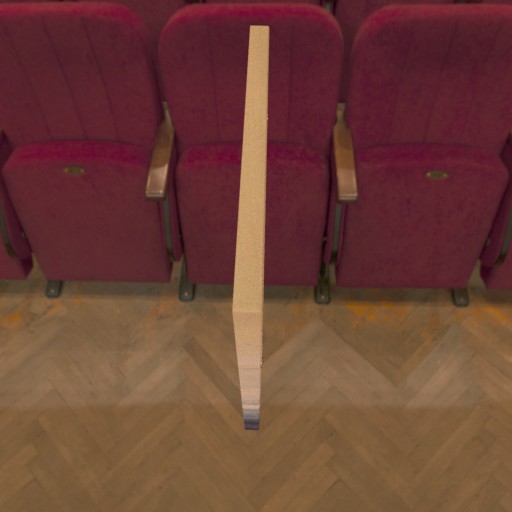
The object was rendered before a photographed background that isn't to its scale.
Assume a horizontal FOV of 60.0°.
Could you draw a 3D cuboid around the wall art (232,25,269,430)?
[{"bbox_3d":[0.000,0.000,0.994,0.041,0.710,0.608,1,58,1],"label":"wall art"}]
